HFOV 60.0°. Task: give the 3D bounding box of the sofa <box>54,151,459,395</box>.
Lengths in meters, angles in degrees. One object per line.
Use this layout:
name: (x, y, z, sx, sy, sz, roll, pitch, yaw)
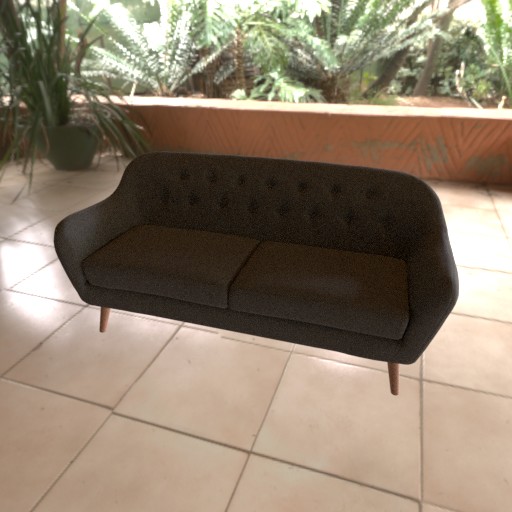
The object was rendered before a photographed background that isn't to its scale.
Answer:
sofa: (0.000, 0.000, 2.267, 1.840, 0.820, 0.820, 8, 28, 16)
